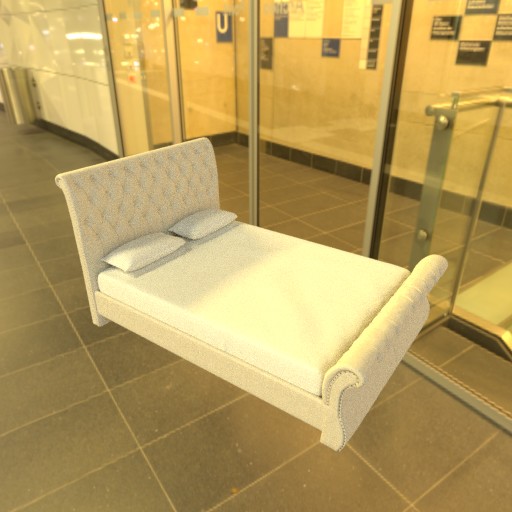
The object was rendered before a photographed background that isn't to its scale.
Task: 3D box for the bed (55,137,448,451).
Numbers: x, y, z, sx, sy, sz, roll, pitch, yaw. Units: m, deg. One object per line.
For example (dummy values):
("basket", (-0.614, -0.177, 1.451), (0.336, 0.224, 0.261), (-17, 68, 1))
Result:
("bed", (0.000, 0.000, 3.447), (2.493, 1.268, 1.606), (18, 32, 31))
